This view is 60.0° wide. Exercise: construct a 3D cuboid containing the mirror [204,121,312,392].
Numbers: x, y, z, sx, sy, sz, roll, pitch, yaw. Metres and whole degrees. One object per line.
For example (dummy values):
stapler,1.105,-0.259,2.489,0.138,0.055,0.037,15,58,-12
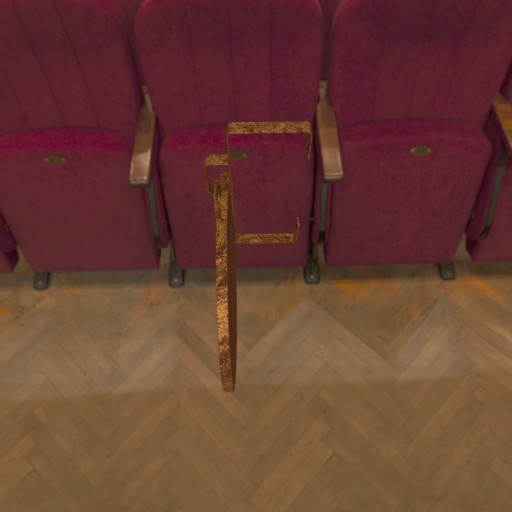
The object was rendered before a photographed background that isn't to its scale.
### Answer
mirror,0.000,0.000,0.841,0.144,0.651,0.447,-1,60,-1
